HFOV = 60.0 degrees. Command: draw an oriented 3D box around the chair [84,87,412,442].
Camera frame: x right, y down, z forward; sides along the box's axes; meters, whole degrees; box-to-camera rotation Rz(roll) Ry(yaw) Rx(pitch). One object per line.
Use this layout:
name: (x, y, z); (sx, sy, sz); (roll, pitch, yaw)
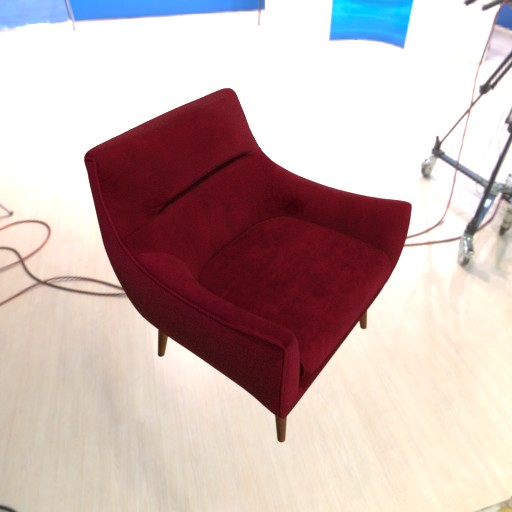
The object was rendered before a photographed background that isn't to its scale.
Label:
chair: (0.000, 0.000, 1.504); (0.787, 0.838, 0.762); (26, 47, 27)
